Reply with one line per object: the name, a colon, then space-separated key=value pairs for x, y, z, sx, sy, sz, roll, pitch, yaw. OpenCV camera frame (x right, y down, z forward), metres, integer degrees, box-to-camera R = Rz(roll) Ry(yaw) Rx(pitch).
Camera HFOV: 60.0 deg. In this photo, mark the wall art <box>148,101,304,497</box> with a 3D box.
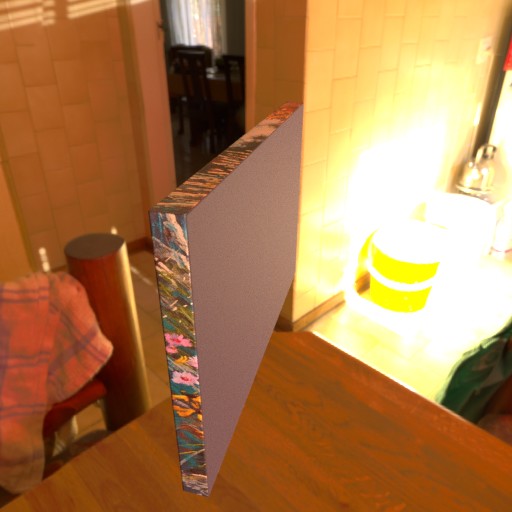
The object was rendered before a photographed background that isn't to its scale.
wall art: x=0.000 y=0.000 z=0.755 sx=0.037 sy=0.406 sz=0.610 roll=7 pitch=29 yaw=13
